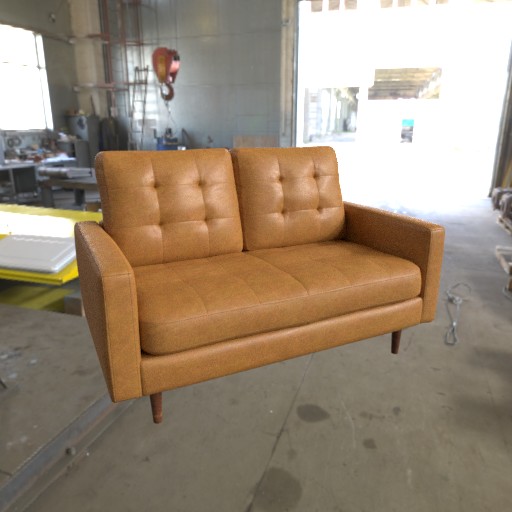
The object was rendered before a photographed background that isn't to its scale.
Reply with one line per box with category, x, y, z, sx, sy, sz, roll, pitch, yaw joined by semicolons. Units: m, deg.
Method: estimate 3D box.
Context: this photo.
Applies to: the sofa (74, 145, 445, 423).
sofa;0.000;0.000;1.949;1.430;0.898;0.868;-8;18;-25
